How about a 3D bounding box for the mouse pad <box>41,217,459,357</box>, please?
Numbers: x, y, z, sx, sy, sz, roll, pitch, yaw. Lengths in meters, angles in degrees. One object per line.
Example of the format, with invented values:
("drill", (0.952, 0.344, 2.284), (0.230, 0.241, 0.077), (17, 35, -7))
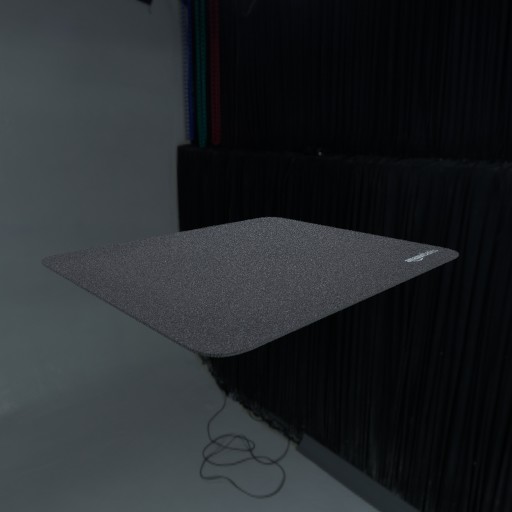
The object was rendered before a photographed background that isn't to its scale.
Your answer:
("mouse pad", (0.000, 0.000, 0.423), (0.315, 0.002, 0.269), (-14, 21, -42))
